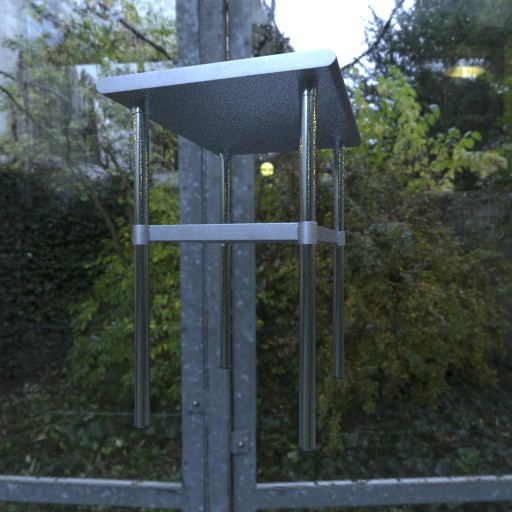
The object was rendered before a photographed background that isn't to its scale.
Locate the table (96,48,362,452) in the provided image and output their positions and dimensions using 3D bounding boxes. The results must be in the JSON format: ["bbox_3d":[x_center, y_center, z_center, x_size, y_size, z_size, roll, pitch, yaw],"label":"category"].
[{"bbox_3d":[0.000,0.000,1.368,0.584,0.876,0.762,0,1,17],"label":"table"}]
